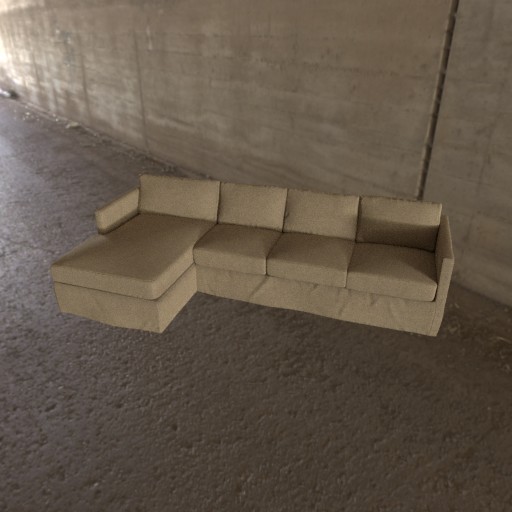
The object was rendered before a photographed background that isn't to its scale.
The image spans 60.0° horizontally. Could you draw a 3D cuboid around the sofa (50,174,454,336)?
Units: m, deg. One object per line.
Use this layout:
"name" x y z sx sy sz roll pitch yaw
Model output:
"sofa" 0.000 0.000 3.949 3.198 0.920 1.638 9 29 16
